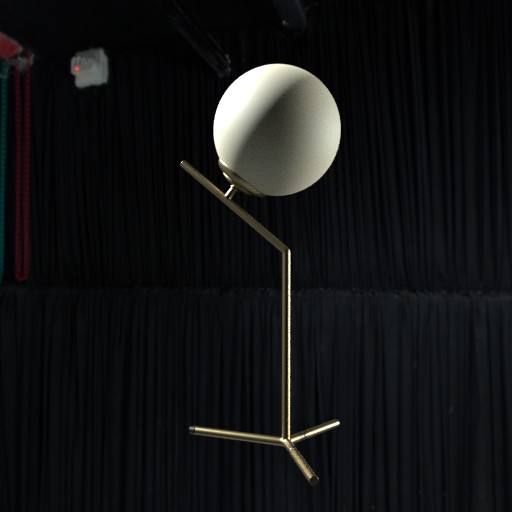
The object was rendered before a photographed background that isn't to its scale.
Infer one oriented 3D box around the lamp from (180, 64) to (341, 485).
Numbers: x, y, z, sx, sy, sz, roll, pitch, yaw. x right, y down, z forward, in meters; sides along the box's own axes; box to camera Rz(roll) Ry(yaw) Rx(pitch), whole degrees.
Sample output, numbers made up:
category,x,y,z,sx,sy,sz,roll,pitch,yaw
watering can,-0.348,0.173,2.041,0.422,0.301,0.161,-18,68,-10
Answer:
category,x,y,z,sx,sy,sz,roll,pitch,yaw
lamp,0.000,0.000,0.663,0.251,0.552,0.210,0,-1,18
